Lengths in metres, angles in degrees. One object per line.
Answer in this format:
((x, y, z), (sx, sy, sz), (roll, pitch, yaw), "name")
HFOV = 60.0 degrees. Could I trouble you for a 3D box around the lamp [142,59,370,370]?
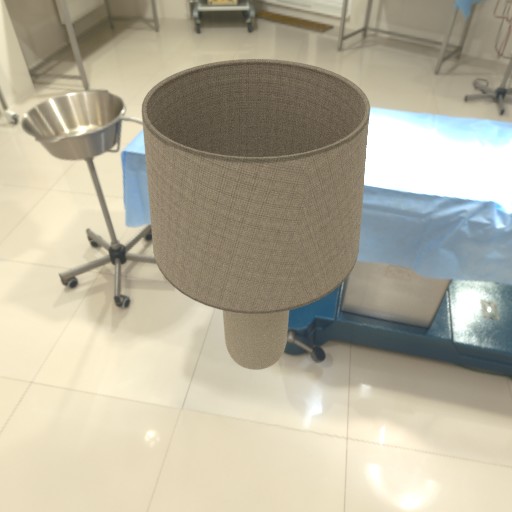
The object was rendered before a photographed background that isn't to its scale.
((0.000, 0.000, 0.837), (0.367, 0.609, 0.367), (0, 43, 0), "lamp")
